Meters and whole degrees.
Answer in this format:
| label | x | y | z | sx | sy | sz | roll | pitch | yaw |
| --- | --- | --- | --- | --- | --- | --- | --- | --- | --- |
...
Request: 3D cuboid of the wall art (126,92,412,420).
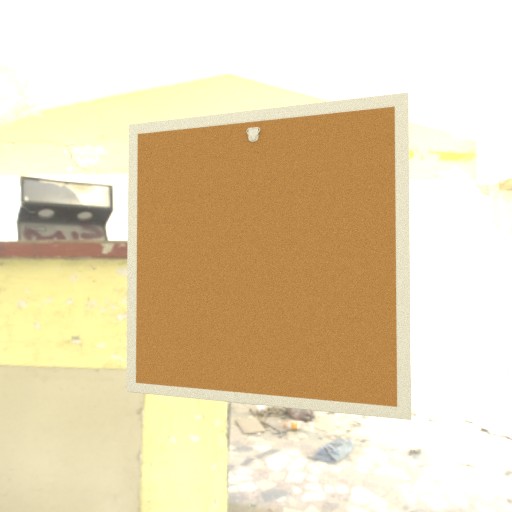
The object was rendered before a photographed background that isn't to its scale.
| label | x | y | z | sx | sy | sz | roll | pitch | yaw |
| --- | --- | --- | --- | --- | --- | --- | --- | --- | --- |
| wall art | 0.000 | 0.000 | 1.159 | 0.761 | 0.762 | 0.050 | 0 | -2 | 18 |
